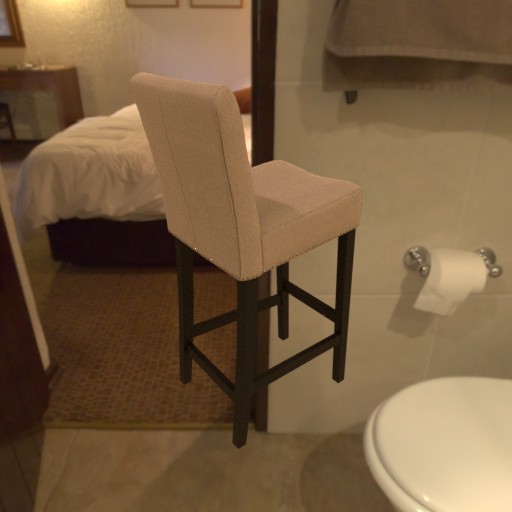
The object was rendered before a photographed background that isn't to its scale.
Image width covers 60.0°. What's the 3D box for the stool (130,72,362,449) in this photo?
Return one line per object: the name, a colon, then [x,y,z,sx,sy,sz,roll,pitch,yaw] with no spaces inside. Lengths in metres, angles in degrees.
stool: [0.000,0.000,1.363,0.548,1.047,0.411,-19,33,-33]
